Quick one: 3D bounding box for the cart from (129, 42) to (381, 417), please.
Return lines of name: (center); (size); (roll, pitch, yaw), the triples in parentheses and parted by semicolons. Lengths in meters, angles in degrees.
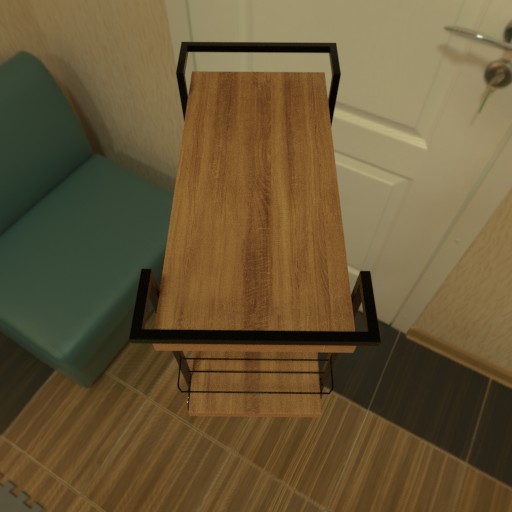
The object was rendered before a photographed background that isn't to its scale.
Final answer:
cart: (0.000, 0.000, 1.232); (0.406, 0.762, 0.806); (1, 57, 0)
